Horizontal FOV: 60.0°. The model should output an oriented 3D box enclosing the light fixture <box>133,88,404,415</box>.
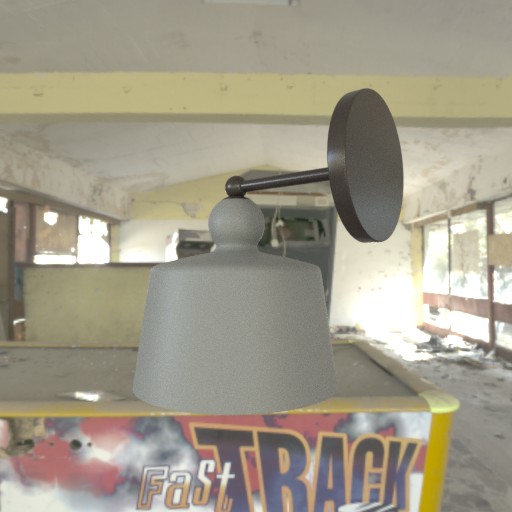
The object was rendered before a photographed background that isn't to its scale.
[{"bbox_3d":[0.000,0.000,0.441,0.254,0.268,0.204,-1,-2,37],"label":"light fixture"}]
